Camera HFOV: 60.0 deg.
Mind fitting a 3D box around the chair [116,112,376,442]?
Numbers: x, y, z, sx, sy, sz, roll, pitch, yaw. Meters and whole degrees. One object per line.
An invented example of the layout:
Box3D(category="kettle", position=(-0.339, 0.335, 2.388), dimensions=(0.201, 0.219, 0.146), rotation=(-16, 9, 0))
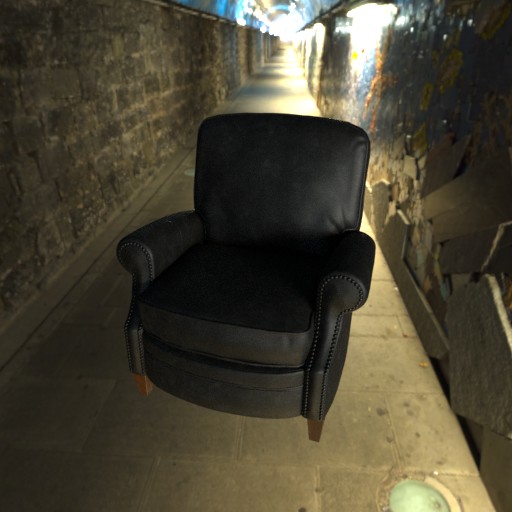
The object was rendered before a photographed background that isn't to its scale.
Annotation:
Box3D(category="chair", position=(0.000, 0.000, 1.788), dimensions=(0.936, 1.018, 0.986), rotation=(9, 28, 17))
